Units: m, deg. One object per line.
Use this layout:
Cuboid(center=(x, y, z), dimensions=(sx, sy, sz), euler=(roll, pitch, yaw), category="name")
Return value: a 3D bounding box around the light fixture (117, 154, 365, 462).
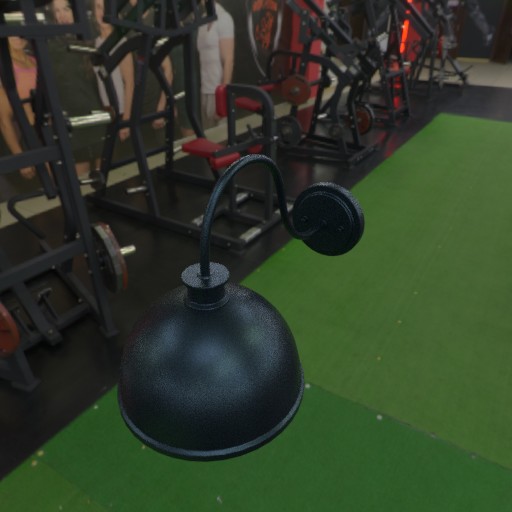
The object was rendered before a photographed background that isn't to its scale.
Cuboid(center=(0.000, 0.000, 0.617), dimensions=(0.253, 0.295, 0.467), euler=(19, 35, 29), category="light fixture")
